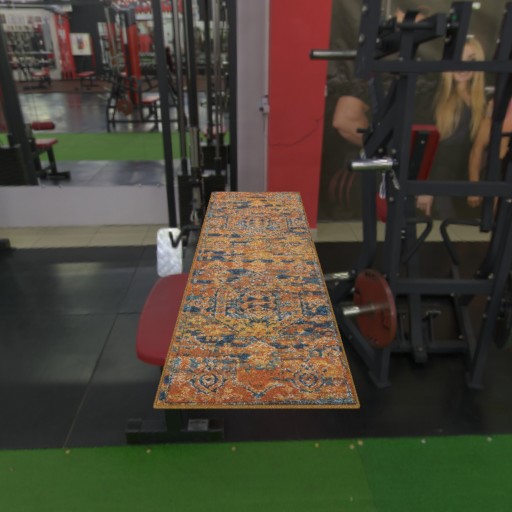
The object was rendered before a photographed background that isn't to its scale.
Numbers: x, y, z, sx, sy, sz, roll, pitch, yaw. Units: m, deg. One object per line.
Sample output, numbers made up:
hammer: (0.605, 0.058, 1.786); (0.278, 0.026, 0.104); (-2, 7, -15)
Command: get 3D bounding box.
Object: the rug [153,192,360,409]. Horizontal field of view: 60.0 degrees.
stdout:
rug: (0.000, 0.000, 1.998); (0.556, 0.013, 1.820); (0, 26, 0)
